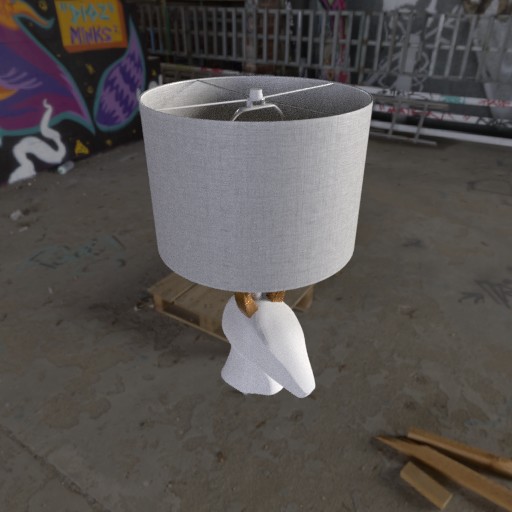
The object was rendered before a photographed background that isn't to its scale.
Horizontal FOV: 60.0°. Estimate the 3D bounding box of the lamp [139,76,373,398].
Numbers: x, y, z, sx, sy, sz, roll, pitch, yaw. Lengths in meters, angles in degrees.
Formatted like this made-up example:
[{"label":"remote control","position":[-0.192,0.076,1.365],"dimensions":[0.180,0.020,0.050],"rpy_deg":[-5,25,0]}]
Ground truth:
[{"label":"lamp","position":[0.000,0.000,0.703],"dimensions":[0.298,0.503,0.298],"rpy_deg":[-21,37,-32]}]
